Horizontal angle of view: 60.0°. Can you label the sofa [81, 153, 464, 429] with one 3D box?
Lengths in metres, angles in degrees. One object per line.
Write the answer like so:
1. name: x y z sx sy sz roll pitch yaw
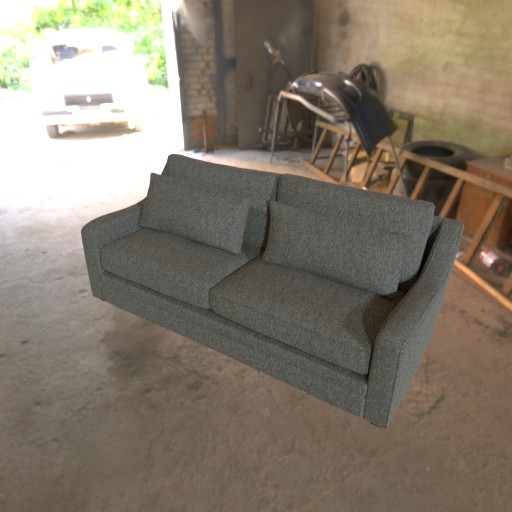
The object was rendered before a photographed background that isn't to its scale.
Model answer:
1. sofa: 0.000 0.000 3.087 2.418 0.998 1.103 18 34 27
